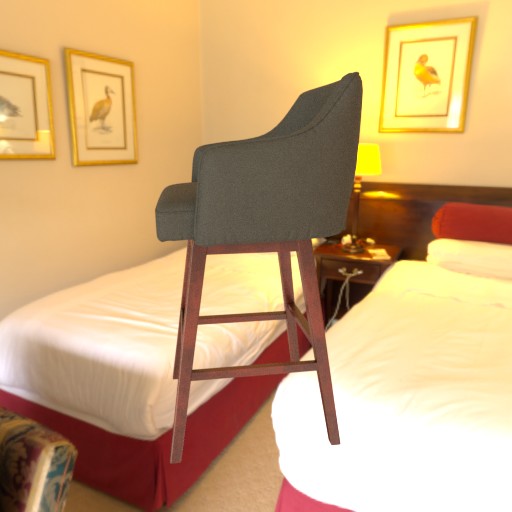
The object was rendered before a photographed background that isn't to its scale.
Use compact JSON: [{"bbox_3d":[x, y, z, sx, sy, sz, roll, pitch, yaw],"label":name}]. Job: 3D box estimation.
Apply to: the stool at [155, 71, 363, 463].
[{"bbox_3d":[0.000,0.000,1.337,0.558,1.012,0.548,-2,14,-9],"label":"stool"}]
